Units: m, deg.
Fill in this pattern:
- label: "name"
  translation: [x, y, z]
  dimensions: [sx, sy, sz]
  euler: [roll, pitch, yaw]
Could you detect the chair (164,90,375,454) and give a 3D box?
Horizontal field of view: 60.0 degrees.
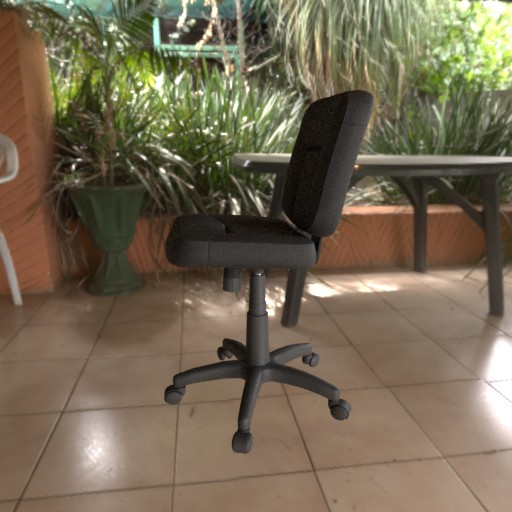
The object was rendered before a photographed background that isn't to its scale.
- label: "chair"
  translation: [0.000, 0.000, 1.383]
  dimensions: [0.610, 0.972, 0.610]
  euler: [-2, 15, -9]
